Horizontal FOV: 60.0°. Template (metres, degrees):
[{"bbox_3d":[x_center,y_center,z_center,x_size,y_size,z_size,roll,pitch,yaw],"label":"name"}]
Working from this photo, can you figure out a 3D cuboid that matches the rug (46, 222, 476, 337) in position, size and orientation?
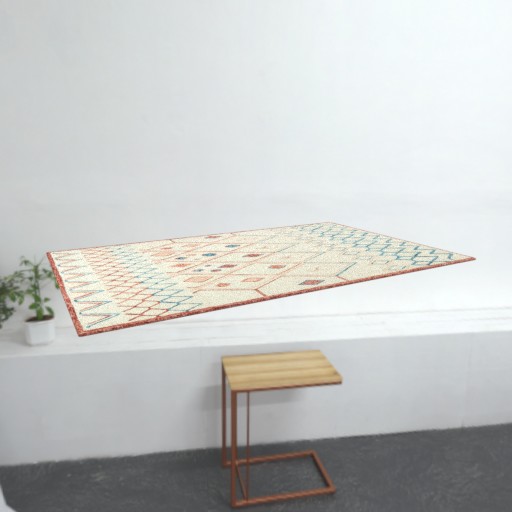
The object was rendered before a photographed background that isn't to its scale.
[{"bbox_3d":[0.000,0.000,2.957,2.438,0.015,1.524,-8,16,-28],"label":"rug"}]
